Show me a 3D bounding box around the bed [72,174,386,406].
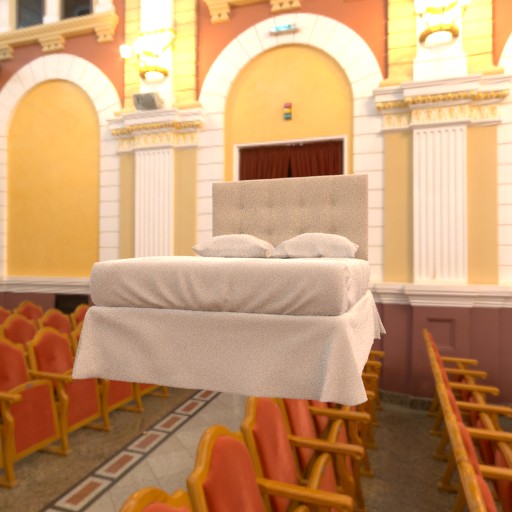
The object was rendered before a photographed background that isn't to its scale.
[{"bbox_3d":[0.000,0.000,3.569,1.936,1.577,2.222,0,0,18],"label":"bed"}]
